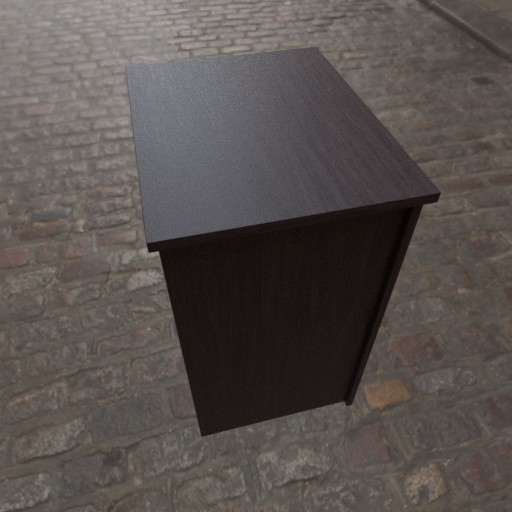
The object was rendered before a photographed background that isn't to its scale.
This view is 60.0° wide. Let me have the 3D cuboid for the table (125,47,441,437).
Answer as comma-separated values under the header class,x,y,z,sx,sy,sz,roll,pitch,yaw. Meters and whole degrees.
class,x,y,z,sx,sy,sz,roll,pitch,yaw
table,0.000,0.000,0.929,0.381,0.635,0.480,-10,48,-10
